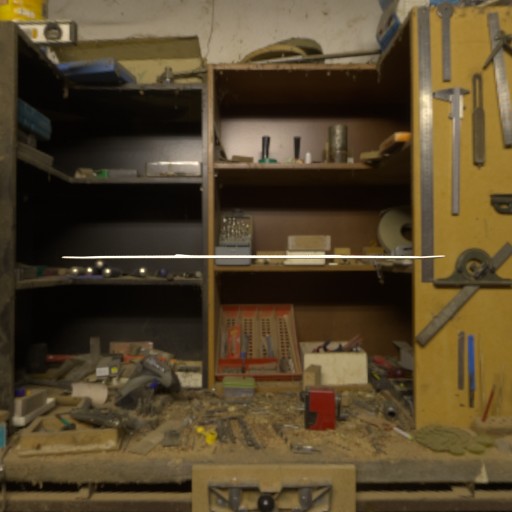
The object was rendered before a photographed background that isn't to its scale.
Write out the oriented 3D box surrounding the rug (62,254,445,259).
[{"bbox_3d":[0.000,0.000,2.957,1.518,0.023,2.434,0,0,1],"label":"rug"}]
